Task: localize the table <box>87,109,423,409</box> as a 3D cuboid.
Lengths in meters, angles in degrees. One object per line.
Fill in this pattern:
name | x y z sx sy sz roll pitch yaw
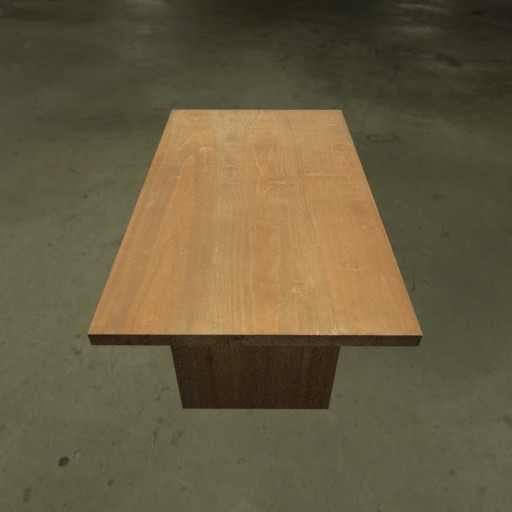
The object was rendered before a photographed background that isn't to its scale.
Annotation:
table | 0.000 0.000 2.113 0.946 0.780 1.609 0 40 0
